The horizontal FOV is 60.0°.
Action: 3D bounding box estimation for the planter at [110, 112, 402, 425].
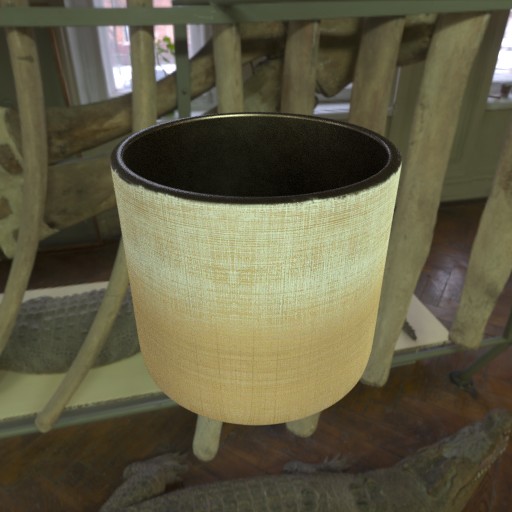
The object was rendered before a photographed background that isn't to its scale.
[{"bbox_3d":[0.000,0.000,0.392,0.221,0.201,0.221,0,31,0],"label":"planter"}]
